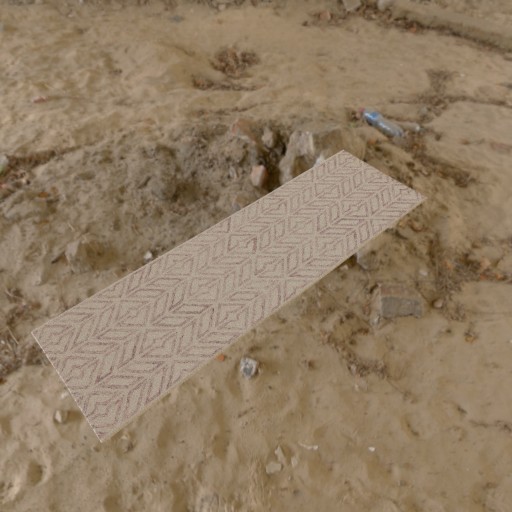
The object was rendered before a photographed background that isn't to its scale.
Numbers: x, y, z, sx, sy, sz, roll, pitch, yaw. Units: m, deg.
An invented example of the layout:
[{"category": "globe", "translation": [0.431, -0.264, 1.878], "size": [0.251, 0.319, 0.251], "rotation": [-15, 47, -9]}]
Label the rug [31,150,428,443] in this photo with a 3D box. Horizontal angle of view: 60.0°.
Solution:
[{"category": "rug", "translation": [0.000, 0.000, 2.636], "size": [2.435, 0.009, 0.750], "rotation": [-33, 56, -26]}]
